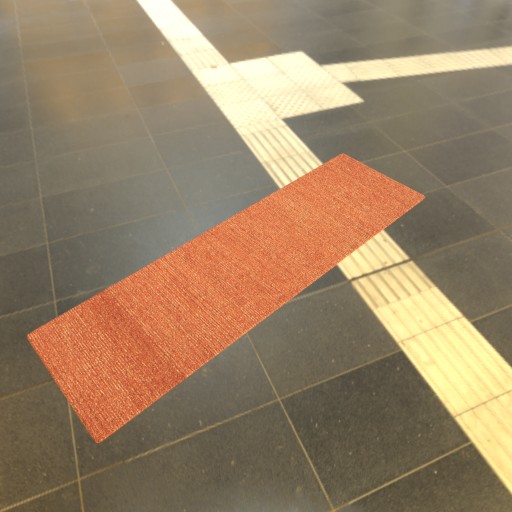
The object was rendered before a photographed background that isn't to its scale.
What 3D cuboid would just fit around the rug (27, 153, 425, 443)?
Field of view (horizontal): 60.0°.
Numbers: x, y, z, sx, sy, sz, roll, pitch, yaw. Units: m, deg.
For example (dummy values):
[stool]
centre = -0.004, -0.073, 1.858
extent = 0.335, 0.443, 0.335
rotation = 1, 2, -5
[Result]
[rug]
centre = 0.000, 0.000, 2.451
extent = 2.307, 0.012, 0.687
rotation = -33, 54, -28
